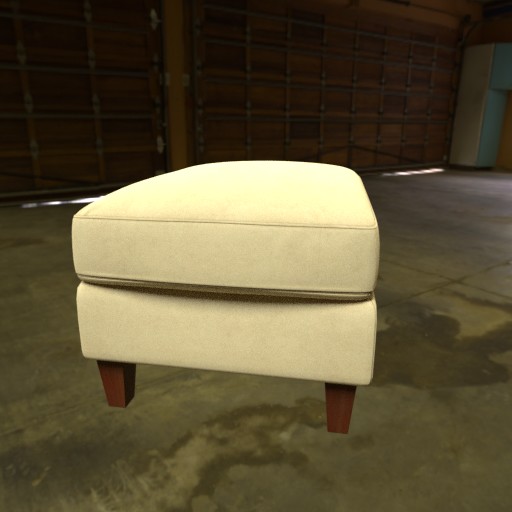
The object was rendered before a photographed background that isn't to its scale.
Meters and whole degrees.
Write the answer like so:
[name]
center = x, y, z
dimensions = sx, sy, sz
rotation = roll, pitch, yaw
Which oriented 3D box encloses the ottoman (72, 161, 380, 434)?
[ottoman]
center = 0.000, 0.000, 1.211
dimensions = 0.584, 0.483, 0.864
rotation = 3, 17, 10
